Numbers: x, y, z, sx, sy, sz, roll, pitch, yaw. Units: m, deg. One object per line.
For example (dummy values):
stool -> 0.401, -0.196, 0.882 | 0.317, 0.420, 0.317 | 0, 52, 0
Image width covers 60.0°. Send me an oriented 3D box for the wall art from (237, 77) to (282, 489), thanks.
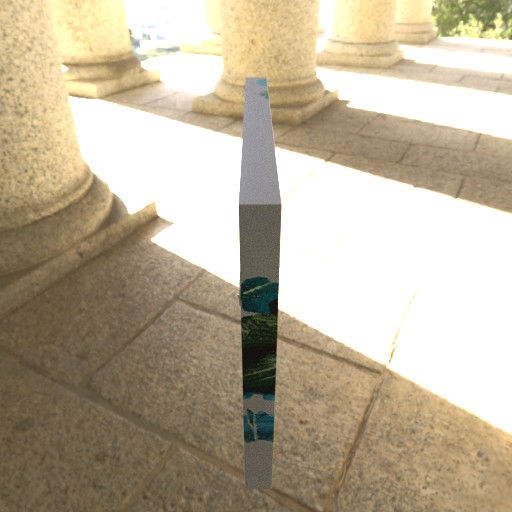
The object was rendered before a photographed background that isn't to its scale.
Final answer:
wall art -> 0.000, 0.000, 0.703 | 0.041, 0.435, 0.507 | 0, 33, 0
